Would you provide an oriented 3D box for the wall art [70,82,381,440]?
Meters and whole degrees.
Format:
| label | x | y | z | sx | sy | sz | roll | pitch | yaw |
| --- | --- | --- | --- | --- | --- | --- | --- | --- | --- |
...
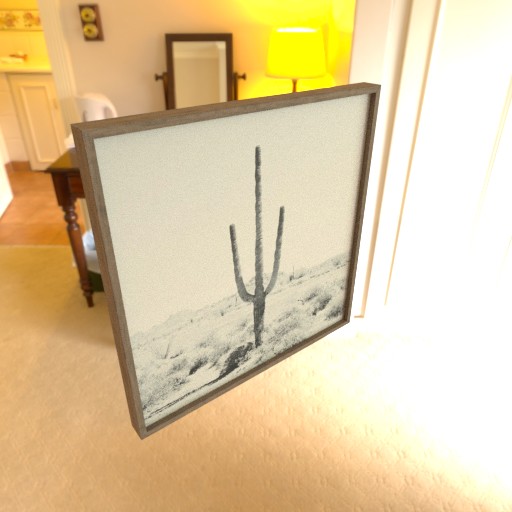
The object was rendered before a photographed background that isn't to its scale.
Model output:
| label | x | y | z | sx | sy | sz | roll | pitch | yaw |
| --- | --- | --- | --- | --- | --- | --- | --- | --- | --- |
| wall art | 0.000 | 0.000 | 0.755 | 0.508 | 0.508 | 0.038 | -21 | 36 | -32 |
